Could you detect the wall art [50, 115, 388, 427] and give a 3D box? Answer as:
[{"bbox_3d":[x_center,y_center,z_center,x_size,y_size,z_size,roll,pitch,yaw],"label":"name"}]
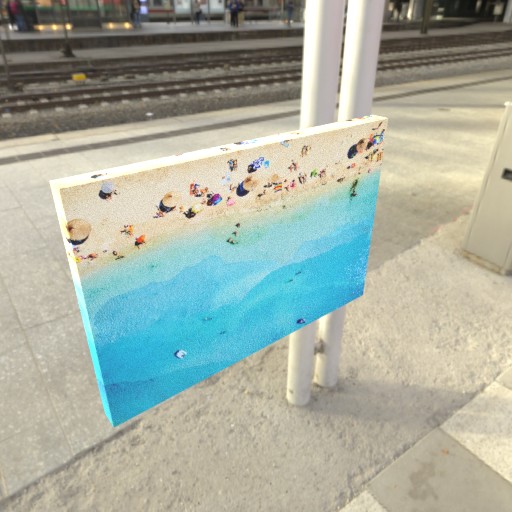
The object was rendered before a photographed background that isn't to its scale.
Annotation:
[{"bbox_3d":[0.000,0.000,1.158,0.894,0.595,0.057,-21,36,-33],"label":"wall art"}]
